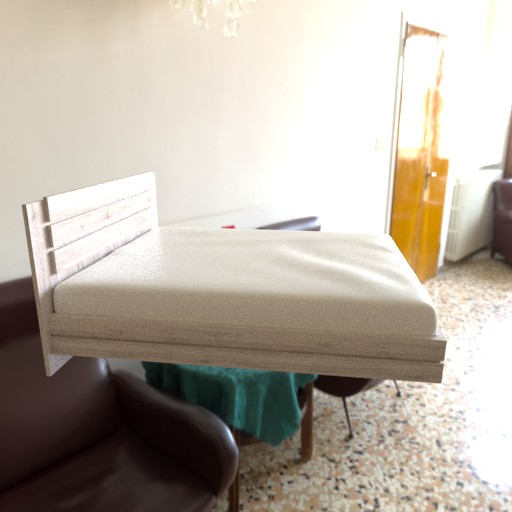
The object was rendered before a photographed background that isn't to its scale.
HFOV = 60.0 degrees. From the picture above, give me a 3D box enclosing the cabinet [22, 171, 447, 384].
[{"bbox_3d":[0.000,0.000,3.001,2.080,0.970,1.750,2,16,8],"label":"cabinet"}]
